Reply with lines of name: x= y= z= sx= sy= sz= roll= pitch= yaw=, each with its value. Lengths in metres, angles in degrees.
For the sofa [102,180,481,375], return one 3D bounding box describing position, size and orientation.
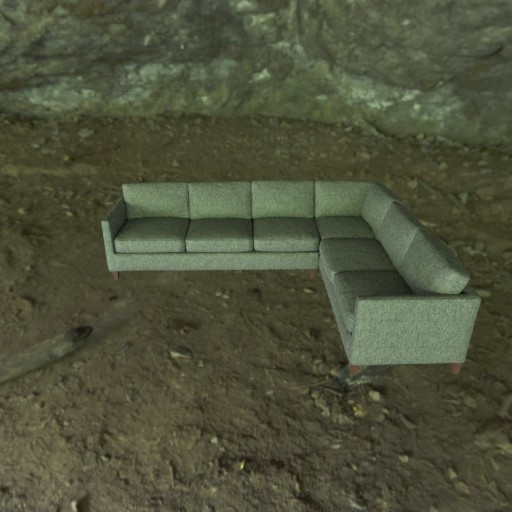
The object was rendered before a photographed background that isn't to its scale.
sofa: x=0.000 y=0.000 z=4.459 sx=3.302 sy=0.947 sz=2.593 roll=0 pitch=26 yaw=-1
